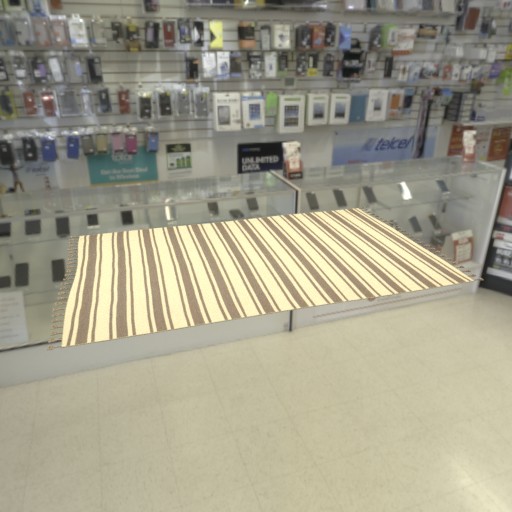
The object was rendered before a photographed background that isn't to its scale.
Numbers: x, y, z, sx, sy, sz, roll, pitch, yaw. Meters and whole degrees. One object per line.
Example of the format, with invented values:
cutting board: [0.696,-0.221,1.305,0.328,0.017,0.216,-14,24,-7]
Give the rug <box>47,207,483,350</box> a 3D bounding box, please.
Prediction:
rug: [0.000,0.000,2.534,2.096,0.011,1.229,-7,26,-15]
